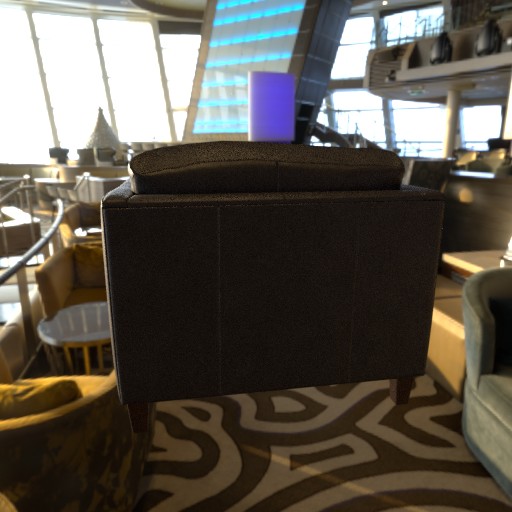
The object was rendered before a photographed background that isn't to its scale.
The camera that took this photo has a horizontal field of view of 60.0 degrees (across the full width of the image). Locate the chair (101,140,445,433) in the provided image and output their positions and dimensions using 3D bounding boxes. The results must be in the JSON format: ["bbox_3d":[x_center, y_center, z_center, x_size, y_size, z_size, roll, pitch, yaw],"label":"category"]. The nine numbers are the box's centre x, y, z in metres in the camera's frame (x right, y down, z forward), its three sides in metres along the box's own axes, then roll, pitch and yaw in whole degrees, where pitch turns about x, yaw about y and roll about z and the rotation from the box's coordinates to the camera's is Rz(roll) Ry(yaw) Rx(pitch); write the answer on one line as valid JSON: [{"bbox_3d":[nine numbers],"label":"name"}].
[{"bbox_3d":[0.000,0.000,1.614,0.939,0.811,0.862,-3,15,-10],"label":"chair"}]
